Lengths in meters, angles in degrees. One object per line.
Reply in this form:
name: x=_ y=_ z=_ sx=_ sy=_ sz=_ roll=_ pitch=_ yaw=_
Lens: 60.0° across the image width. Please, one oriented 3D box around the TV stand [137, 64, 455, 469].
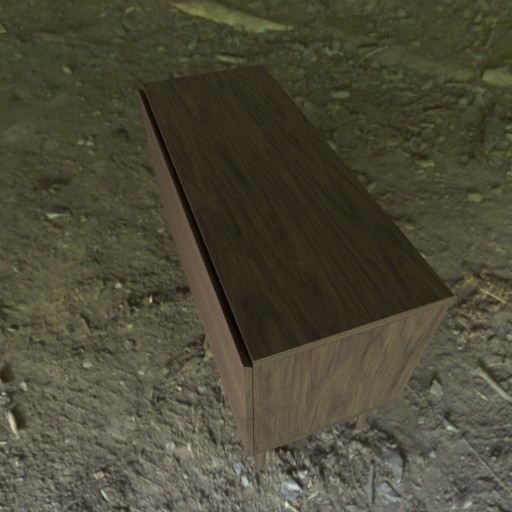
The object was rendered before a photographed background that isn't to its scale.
TV stand: x=0.000 y=0.000 z=1.310 sx=0.405 sy=0.660 sz=0.990 roll=-15 pitch=50 yaw=-13
